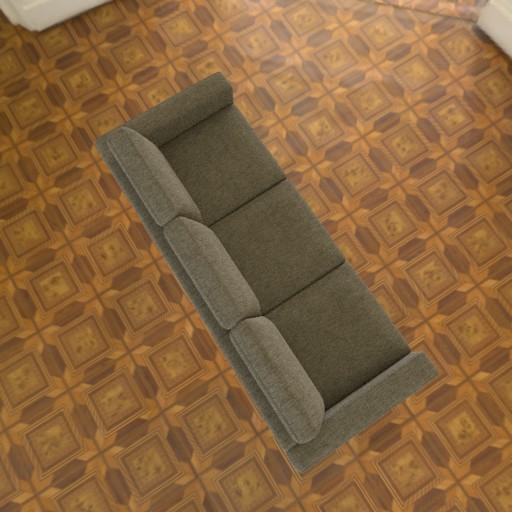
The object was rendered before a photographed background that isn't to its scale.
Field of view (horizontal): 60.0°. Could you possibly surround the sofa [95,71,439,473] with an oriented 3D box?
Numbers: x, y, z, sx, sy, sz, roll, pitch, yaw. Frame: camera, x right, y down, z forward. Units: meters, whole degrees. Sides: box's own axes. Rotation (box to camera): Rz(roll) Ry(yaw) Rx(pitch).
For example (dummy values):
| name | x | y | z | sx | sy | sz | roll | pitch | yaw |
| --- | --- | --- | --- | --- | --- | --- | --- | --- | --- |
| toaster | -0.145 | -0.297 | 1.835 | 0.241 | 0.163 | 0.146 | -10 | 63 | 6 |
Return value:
| name | x | y | z | sx | sy | sz | roll | pitch | yaw |
| --- | --- | --- | --- | --- | --- | --- | --- | --- | --- |
| sofa | 0.000 | 0.000 | 2.587 | 0.900 | 0.800 | 2.160 | -32 | 78 | -8 |
